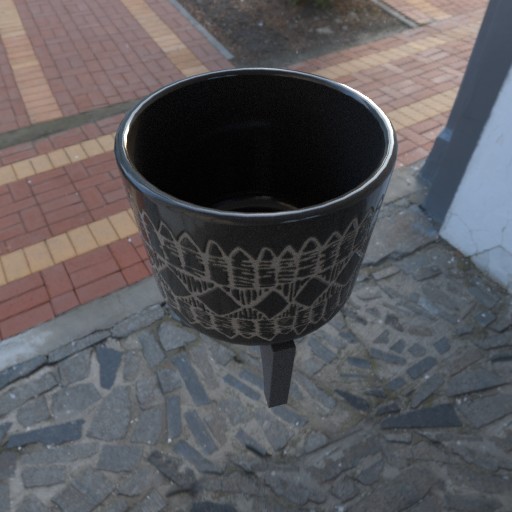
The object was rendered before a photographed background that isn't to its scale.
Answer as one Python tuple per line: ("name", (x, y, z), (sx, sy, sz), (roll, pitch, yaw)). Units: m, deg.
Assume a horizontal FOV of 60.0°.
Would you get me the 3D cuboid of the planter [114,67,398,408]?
("planter", (0.000, 0.000, 0.406), (0.196, 0.264, 0.196), (-11, 48, -10))
